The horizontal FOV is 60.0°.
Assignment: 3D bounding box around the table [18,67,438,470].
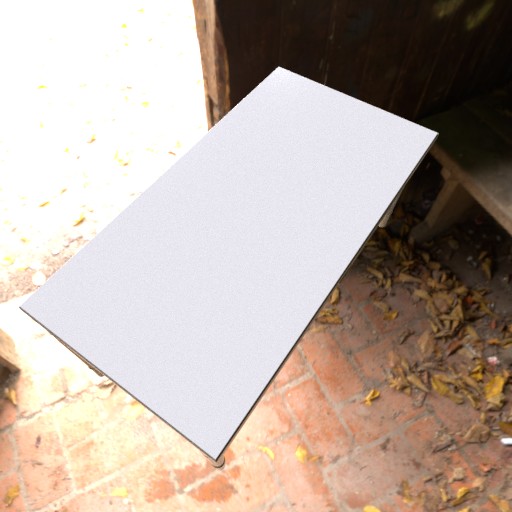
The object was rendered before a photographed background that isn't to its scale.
[{"bbox_3d":[0.000,0.000,1.332,0.559,0.457,1.067,30,62,18],"label":"table"}]
